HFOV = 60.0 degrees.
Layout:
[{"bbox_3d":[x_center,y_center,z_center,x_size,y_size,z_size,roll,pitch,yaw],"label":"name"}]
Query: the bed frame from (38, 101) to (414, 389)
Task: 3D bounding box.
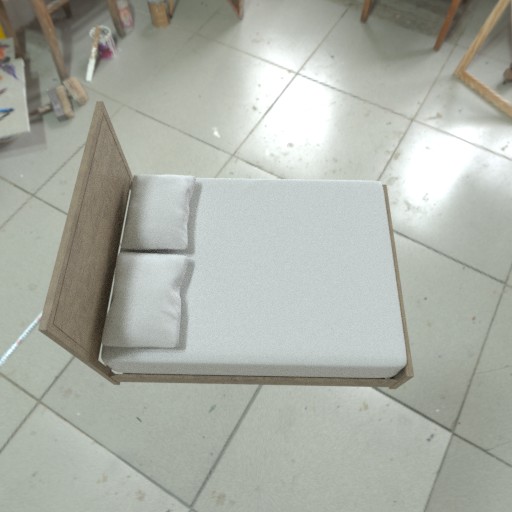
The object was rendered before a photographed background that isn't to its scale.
[{"bbox_3d":[0.000,0.000,3.226,2.189,1.369,1.606,1,62,1],"label":"bed frame"}]
